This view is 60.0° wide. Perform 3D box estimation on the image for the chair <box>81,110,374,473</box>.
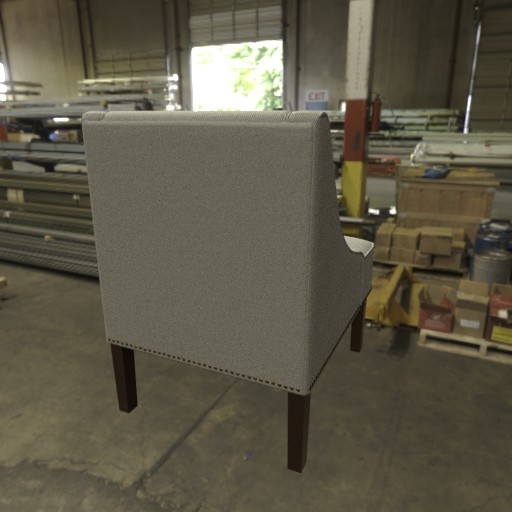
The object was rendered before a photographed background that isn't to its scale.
[{"bbox_3d":[0.000,0.000,1.407,0.628,0.872,0.748,8,20,24],"label":"chair"}]
